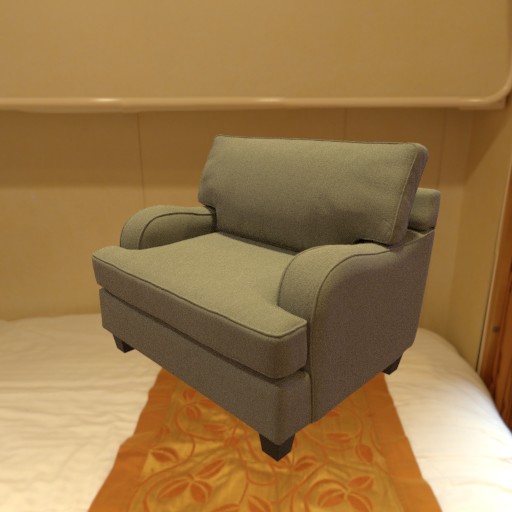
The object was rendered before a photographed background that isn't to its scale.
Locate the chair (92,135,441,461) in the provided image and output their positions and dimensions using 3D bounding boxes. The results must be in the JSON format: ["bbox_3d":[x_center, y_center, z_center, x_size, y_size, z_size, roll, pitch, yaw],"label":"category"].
[{"bbox_3d":[0.000,0.000,2.000,1.041,1.016,1.220,-17,24,-42],"label":"chair"}]
